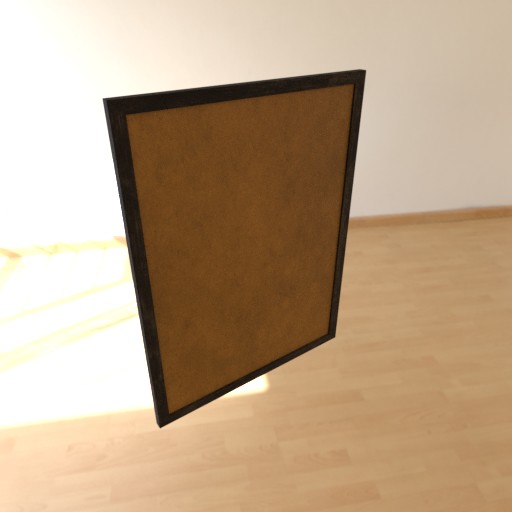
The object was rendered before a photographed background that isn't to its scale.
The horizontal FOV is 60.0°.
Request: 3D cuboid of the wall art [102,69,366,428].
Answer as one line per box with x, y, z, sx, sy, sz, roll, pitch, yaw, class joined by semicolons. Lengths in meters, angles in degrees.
0.000;0.000;1.441;0.812;1.066;0.029;-19;35;-30;wall art
